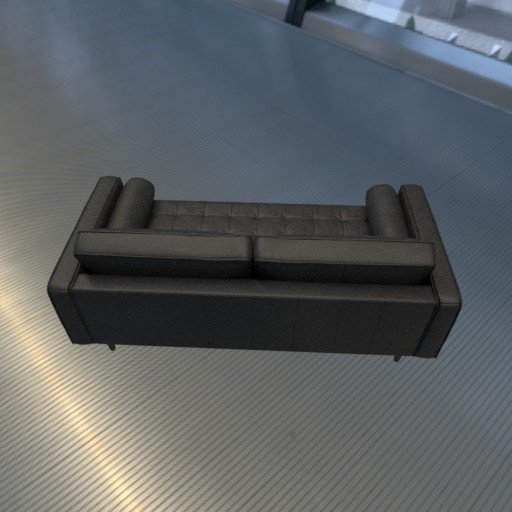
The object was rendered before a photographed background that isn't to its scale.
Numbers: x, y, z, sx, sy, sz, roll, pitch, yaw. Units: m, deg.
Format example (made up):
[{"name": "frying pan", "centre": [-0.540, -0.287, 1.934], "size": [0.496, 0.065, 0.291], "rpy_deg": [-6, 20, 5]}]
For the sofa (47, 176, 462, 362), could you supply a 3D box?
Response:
[{"name": "sofa", "centre": [0.000, 0.000, 2.390], "size": [1.879, 0.770, 0.921], "rpy_deg": [2, 45, 2]}]
